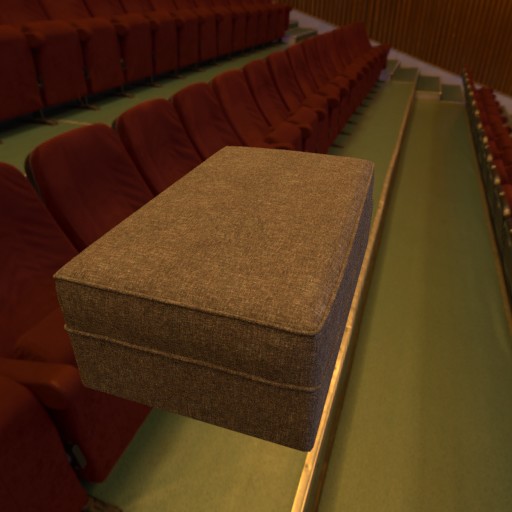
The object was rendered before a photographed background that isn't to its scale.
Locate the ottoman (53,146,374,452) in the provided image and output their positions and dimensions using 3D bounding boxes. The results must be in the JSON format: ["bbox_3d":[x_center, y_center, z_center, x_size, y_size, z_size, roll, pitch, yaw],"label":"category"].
[{"bbox_3d":[0.000,0.000,1.577,0.717,0.487,1.184,10,32,16],"label":"ottoman"}]
